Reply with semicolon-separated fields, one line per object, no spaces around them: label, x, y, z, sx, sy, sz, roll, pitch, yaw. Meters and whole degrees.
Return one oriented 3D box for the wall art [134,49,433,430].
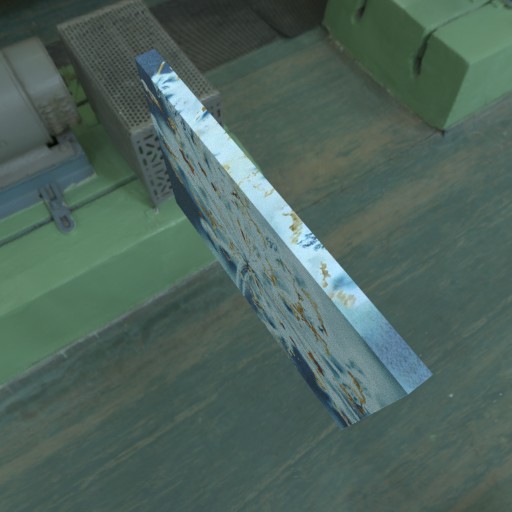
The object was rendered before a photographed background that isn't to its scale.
wall art;0.000;0.000;0.757;0.036;0.405;0.607;-32;68;-15
